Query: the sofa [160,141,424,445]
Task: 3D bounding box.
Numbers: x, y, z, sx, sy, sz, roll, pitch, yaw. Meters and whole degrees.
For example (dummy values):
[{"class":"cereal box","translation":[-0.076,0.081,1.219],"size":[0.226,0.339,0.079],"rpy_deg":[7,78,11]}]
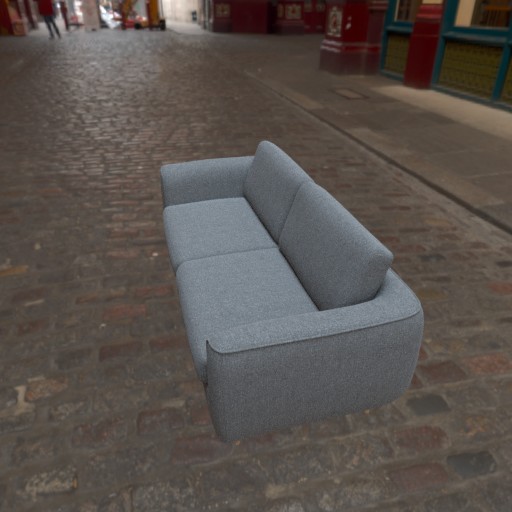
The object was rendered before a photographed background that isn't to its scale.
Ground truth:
[{"class":"sofa","translation":[0.000,0.000,2.464],"size":[0.920,0.870,2.000],"rpy_deg":[-8,32,-13]}]
